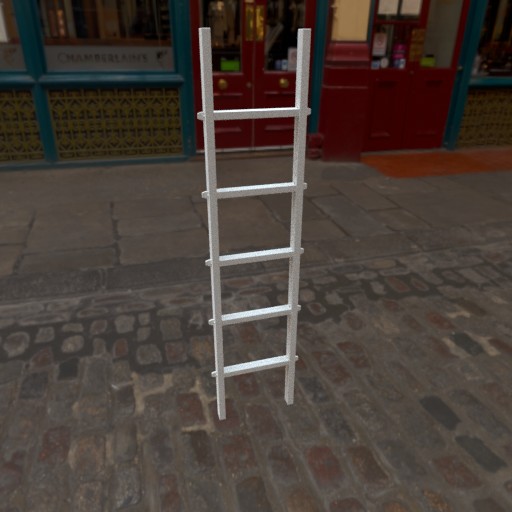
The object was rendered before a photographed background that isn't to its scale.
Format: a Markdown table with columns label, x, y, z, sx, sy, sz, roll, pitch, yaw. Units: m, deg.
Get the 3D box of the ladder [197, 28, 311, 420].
| label | x | y | z | sx | sy | sz | roll | pitch | yaw |
| --- | --- | --- | --- | --- | --- | --- | --- | --- | --- |
| ladder | 0.000 | 0.000 | 1.968 | 0.452 | 1.797 | 0.051 | -7 | 27 | -15 |
